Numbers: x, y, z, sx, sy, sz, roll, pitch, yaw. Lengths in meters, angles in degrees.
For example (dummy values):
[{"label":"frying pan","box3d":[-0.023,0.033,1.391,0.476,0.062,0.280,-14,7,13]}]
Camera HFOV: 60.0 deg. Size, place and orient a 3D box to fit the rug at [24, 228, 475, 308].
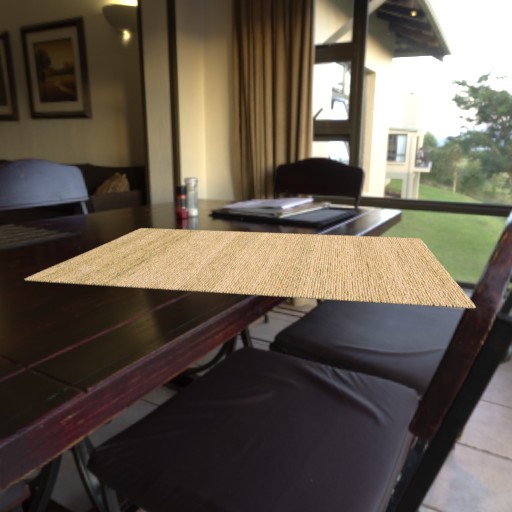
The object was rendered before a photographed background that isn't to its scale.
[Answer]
[{"label":"rug","box3d":[0.000,0.000,2.220,1.758,0.010,1.143,3,15,10]}]
